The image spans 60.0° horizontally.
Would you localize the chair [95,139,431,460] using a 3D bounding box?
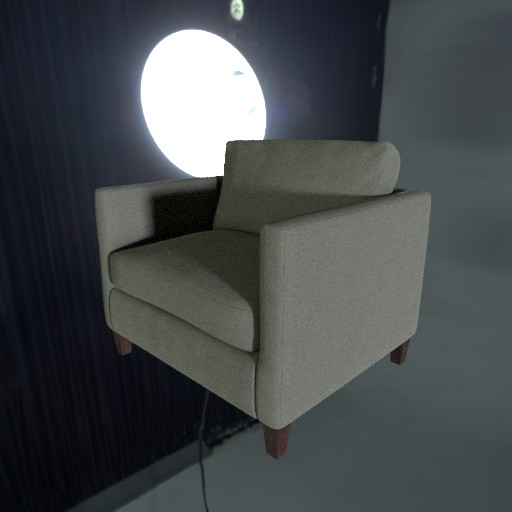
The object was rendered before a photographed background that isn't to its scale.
[{"bbox_3d":[0.000,0.000,1.896,1.107,0.963,0.959,15,22,42],"label":"chair"}]
